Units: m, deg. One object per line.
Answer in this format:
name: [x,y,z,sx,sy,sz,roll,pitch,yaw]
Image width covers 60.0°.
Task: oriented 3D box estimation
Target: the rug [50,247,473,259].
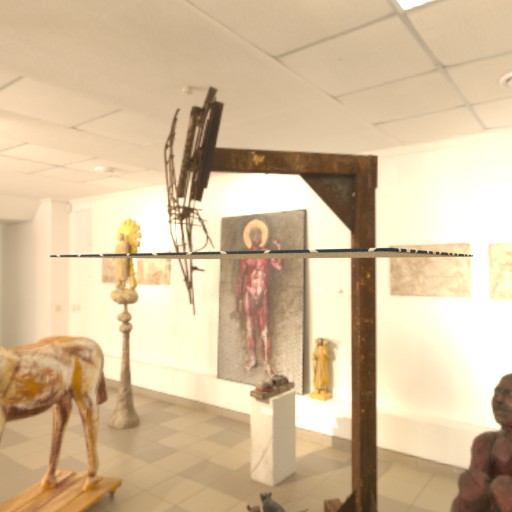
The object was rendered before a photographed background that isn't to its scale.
rug: [0.000,0.000,2.183,1.753,0.010,1.143,-1,-1,36]
